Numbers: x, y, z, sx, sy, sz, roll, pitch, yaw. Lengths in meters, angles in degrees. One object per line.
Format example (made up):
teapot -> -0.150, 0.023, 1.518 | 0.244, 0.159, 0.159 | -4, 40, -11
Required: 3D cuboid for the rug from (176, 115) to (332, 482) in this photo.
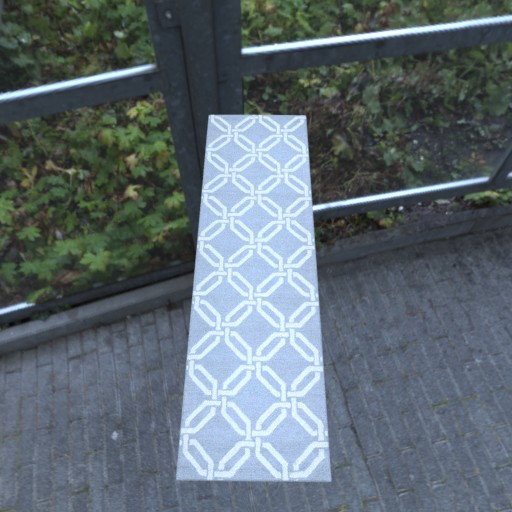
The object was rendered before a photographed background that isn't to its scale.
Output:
rug -> 0.000, 0.000, 2.504 | 0.678, 0.014, 2.276 | 0, 59, 0
